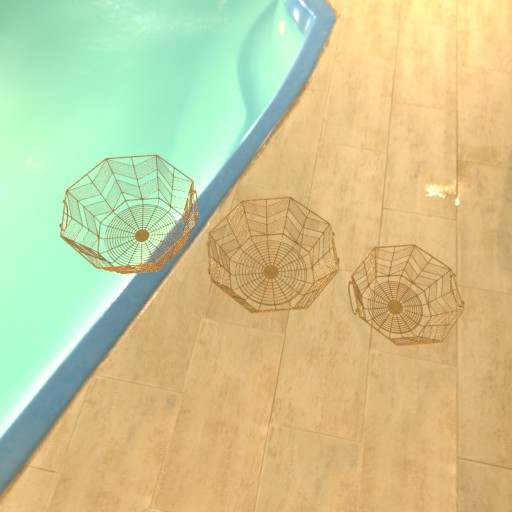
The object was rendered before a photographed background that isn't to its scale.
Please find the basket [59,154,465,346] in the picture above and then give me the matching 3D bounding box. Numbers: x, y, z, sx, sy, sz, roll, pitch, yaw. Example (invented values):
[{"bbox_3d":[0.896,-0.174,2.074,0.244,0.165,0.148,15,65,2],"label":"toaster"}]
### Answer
[{"bbox_3d":[0.000,0.000,1.379,1.245,0.178,0.432,16,64,8],"label":"basket"}]
